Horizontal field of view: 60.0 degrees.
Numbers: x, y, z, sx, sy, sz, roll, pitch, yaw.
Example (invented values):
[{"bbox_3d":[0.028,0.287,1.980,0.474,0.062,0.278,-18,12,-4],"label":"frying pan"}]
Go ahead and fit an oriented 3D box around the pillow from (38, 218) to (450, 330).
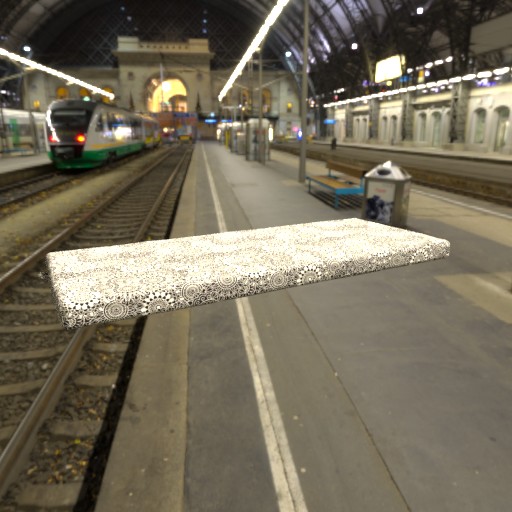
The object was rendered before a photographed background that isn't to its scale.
[{"bbox_3d":[0.000,0.000,1.349,1.187,0.081,0.492,-8,18,-27],"label":"pillow"}]
